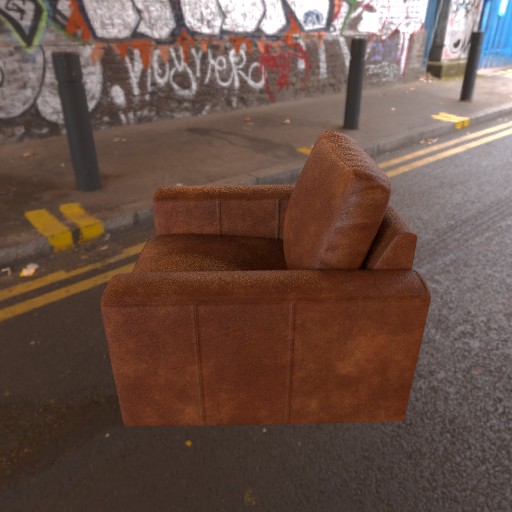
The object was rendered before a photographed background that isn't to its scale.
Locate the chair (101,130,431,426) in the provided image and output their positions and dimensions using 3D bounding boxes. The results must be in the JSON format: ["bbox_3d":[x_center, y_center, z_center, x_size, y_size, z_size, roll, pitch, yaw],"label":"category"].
[{"bbox_3d":[0.000,0.000,1.784,1.016,0.873,1.005,-1,28,-1],"label":"chair"}]
